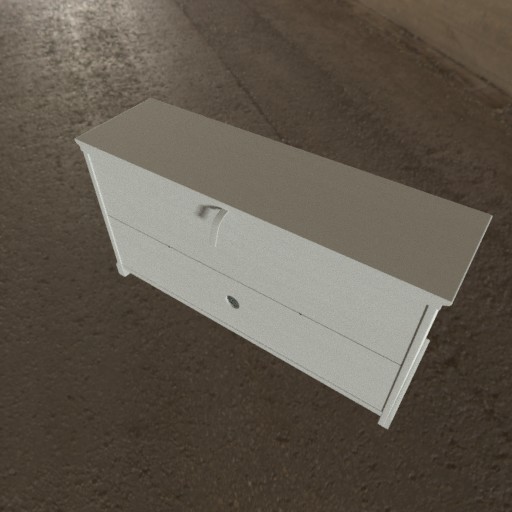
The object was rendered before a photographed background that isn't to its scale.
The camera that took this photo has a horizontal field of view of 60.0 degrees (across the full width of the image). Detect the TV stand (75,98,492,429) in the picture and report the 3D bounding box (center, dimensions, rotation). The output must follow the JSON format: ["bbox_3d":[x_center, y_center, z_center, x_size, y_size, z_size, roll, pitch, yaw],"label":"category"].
[{"bbox_3d":[0.000,0.000,1.466,1.187,0.624,0.424,25,50,23],"label":"TV stand"}]
